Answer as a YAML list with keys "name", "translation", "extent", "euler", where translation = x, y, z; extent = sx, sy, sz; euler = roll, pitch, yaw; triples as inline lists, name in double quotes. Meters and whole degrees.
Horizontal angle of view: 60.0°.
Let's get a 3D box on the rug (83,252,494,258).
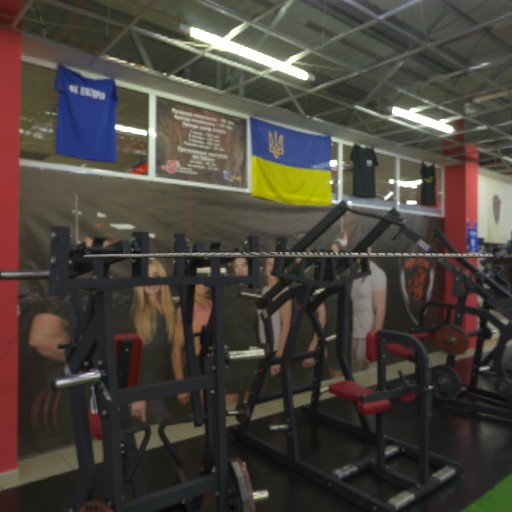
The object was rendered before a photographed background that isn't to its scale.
- name: "rug"
  translation: [0.000, 0.000, 2.309]
  extent: [1.237, 0.019, 1.842]
  euler: [0, 0, -37]
